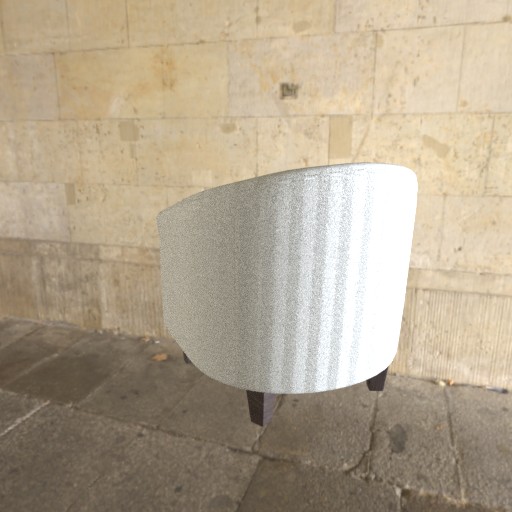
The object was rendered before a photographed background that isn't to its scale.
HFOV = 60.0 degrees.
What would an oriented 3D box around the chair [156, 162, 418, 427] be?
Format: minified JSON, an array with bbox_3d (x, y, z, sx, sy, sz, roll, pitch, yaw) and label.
[{"bbox_3d":[0.000,0.000,1.742,0.756,0.757,1.288,-7,15,-25],"label":"chair"}]
